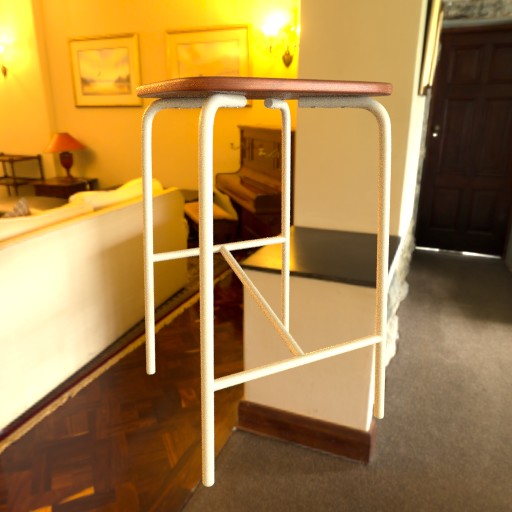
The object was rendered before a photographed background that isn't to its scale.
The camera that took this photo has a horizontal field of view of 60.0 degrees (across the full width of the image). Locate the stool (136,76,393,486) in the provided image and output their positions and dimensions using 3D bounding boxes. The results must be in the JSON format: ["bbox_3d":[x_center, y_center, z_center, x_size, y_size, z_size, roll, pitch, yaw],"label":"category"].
[{"bbox_3d":[0.000,0.000,0.849,0.376,0.610,0.376,-9,20,-26],"label":"stool"}]
